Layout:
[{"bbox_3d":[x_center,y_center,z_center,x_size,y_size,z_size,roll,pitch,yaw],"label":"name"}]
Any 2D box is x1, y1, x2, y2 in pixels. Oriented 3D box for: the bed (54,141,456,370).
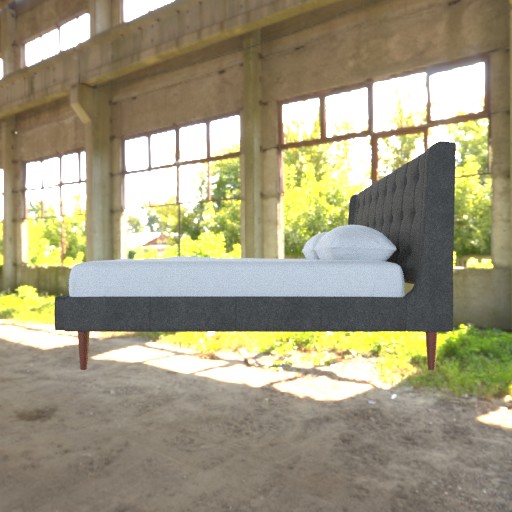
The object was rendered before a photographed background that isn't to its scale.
[{"bbox_3d":[0.000,0.000,2.550,1.638,0.933,1.531,0,0,0],"label":"bed"}]
